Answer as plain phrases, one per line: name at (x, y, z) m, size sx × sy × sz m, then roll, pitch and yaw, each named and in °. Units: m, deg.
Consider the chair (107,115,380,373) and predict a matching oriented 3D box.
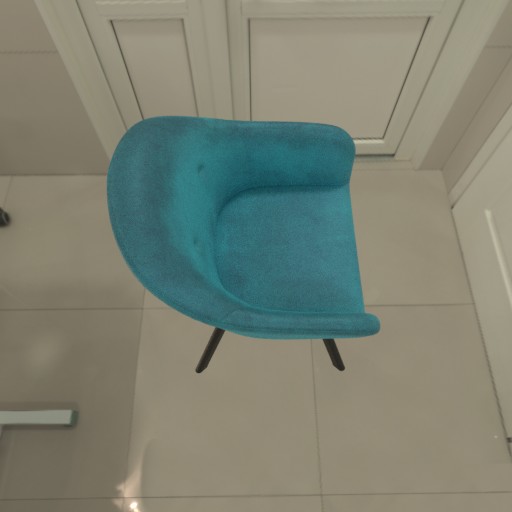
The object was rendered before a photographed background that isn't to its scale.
chair at (0.000, 0.000, 1.180) m, size 0.570 × 0.780 × 0.540 m, roll -1°, pitch 64°, yaw 0°
